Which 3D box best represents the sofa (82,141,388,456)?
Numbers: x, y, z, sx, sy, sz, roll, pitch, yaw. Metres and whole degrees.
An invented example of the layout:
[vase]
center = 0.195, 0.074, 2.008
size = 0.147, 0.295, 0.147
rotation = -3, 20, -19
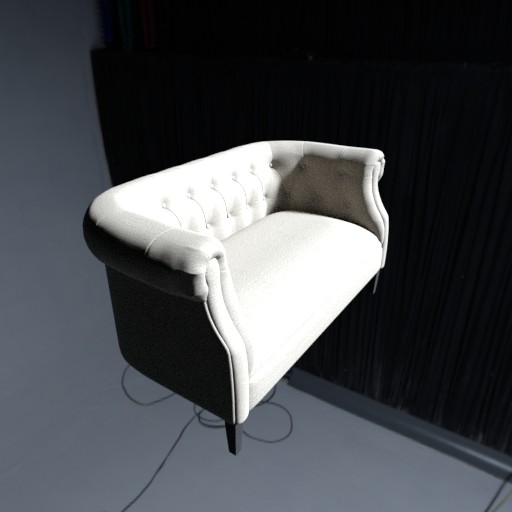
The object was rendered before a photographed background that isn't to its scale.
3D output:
[sofa]
center = 0.000, 0.000, 2.107
size = 0.835, 0.827, 1.558
rotation = 17, 31, 30
